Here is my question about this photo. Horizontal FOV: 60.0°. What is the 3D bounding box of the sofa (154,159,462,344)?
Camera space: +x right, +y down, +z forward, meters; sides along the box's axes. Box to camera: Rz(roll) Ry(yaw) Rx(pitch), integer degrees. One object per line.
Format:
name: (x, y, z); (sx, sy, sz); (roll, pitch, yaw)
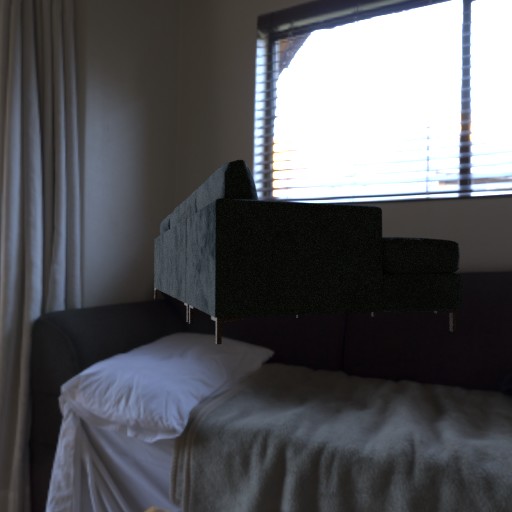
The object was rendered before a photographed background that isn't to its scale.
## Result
sofa: (0.000, 0.000, 4.001); (1.500, 0.967, 3.400); (0, -2, -18)
